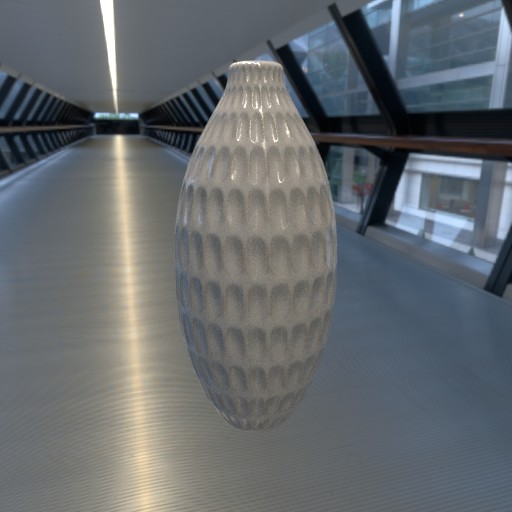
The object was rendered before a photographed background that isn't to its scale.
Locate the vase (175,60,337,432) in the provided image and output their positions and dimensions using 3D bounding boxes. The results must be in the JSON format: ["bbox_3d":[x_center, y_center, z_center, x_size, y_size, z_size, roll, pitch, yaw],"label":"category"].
[{"bbox_3d":[0.000,0.000,0.352,0.127,0.282,0.127,0,15,0],"label":"vase"}]
